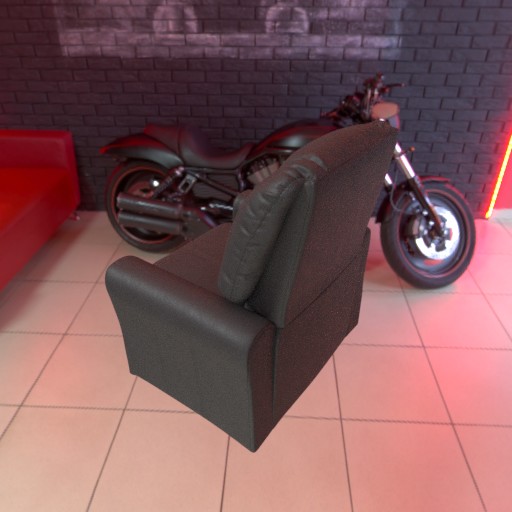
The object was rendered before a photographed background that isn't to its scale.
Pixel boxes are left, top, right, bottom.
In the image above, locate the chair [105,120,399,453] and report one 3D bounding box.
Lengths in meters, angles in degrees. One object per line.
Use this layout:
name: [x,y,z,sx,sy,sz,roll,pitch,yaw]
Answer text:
chair: [0.000,0.000,1.146,0.521,0.709,0.610,21,37,30]
